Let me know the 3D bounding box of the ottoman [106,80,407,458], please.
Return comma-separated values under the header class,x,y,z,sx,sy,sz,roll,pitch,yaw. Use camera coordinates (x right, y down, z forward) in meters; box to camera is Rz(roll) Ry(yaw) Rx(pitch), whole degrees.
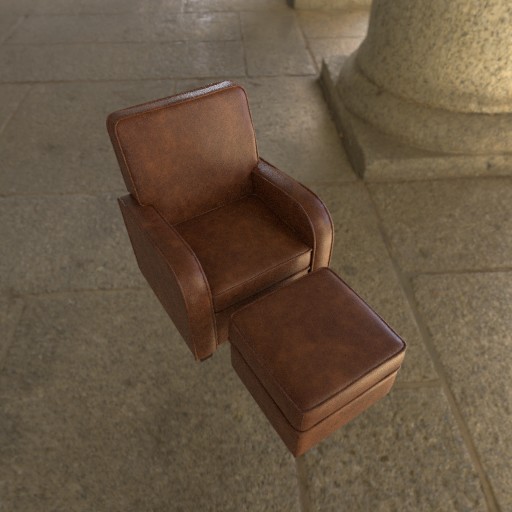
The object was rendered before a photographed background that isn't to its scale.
class,x,y,z,sx,sy,sz,roll,pitch,yaw
ottoman,0.000,0.000,1.849,0.732,0.904,1.314,-25,51,-22
